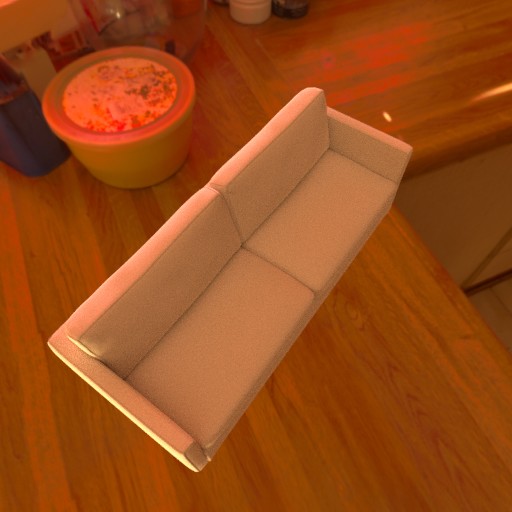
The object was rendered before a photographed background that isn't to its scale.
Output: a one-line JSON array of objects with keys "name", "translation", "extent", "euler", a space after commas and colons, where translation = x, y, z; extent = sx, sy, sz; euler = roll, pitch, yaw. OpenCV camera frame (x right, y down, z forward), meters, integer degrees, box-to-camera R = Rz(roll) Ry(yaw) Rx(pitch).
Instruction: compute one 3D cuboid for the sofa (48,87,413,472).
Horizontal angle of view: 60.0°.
[{"name": "sofa", "translation": [0.000, 0.000, 2.807], "extent": [0.951, 0.962, 2.361], "euler": [32, 64, 18]}]
